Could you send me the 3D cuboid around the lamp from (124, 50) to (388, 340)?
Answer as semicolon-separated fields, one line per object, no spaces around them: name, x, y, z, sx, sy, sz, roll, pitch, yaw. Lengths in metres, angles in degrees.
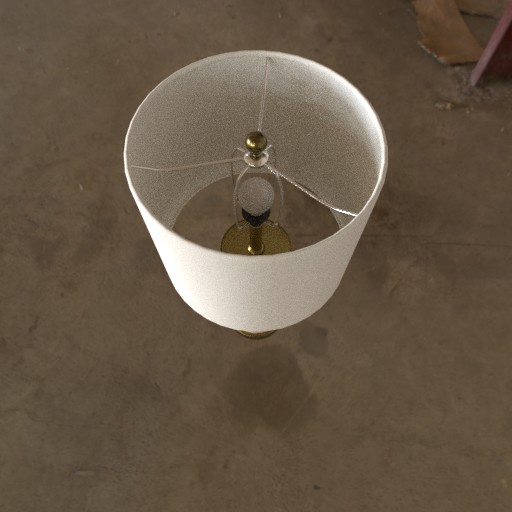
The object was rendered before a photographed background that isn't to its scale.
lamp;0.000;0.000;0.789;0.305;0.634;0.305;36;69;16
